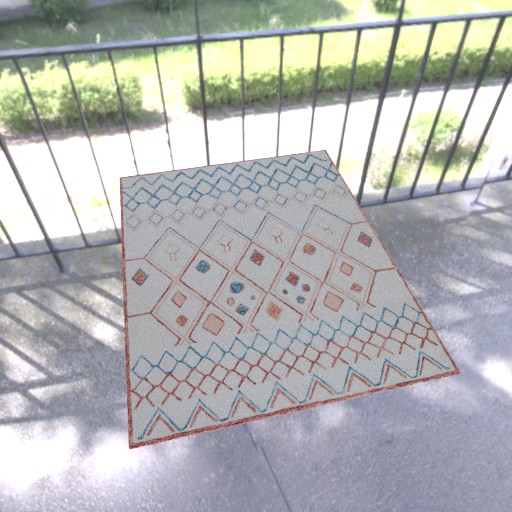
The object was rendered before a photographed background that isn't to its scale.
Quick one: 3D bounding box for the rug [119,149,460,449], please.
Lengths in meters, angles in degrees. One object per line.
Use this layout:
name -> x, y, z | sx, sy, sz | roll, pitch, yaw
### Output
rug -> 0.000, 0.000, 4.146 | 2.441, 0.016, 3.050 | -10, 48, -9
